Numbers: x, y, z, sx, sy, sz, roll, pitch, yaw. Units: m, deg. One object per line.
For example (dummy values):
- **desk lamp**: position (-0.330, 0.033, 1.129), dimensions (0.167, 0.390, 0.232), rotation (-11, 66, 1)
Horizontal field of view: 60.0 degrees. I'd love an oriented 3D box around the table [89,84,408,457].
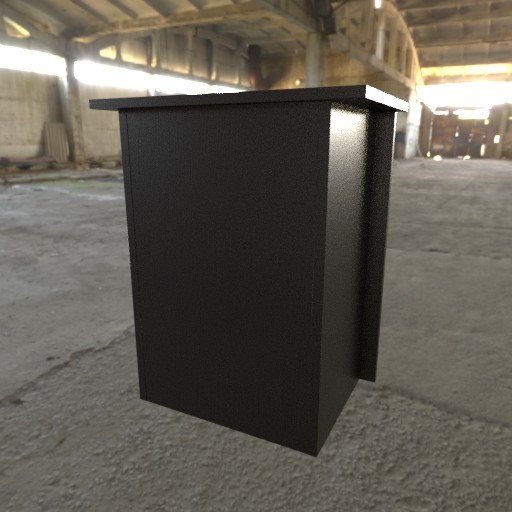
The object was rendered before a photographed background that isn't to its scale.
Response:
- **table**: position (0.000, 0.000, 1.077), dimensions (0.589, 0.711, 0.408), rotation (7, 16, 26)
